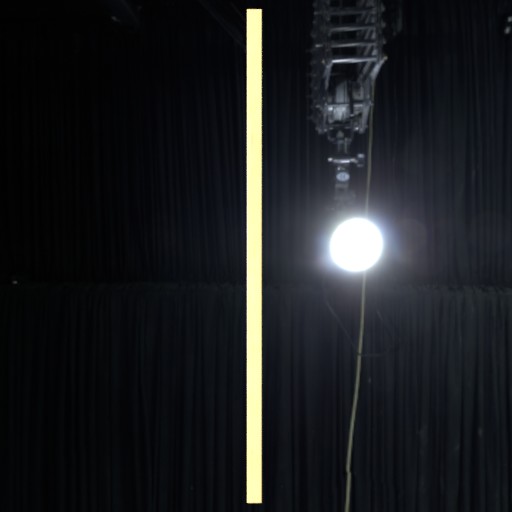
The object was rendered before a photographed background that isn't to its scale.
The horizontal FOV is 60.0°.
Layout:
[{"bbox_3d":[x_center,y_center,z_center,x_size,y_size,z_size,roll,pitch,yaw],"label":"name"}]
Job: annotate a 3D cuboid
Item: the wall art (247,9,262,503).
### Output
[{"bbox_3d":[0.000,0.000,1.298,0.030,1.002,0.798,0,0,0],"label":"wall art"}]
